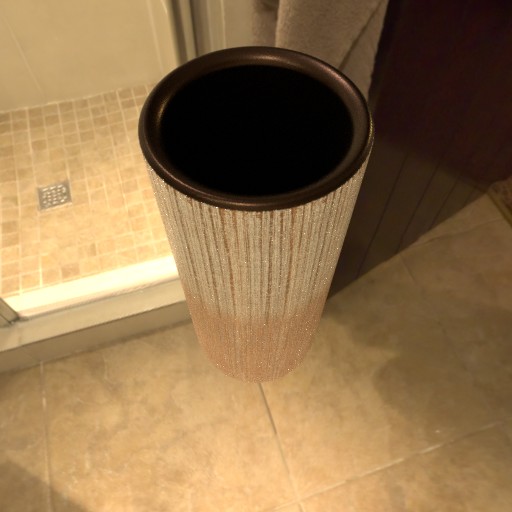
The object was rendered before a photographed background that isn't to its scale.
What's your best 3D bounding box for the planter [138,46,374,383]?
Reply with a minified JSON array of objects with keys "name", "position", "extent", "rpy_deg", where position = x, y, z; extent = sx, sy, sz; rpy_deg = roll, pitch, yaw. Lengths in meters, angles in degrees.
[{"name":"planter","position":[0.000,0.000,0.283],"extent":[0.100,0.227,0.100],"rpy_deg":[31,63,18]}]
